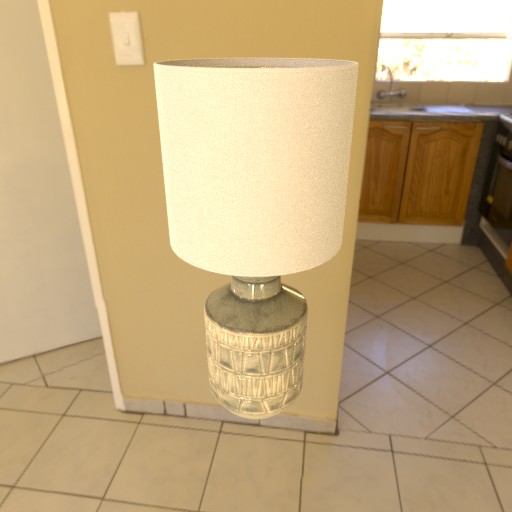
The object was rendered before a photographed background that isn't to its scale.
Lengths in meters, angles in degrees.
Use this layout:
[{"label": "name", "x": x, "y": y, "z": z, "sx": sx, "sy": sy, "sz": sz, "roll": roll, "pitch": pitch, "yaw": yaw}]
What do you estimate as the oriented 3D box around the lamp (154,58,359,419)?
[{"label": "lamp", "x": 0.000, "y": 0.000, "z": 0.566, "sx": 0.211, "sy": 0.455, "sz": 0.211, "roll": -1, "pitch": 26, "yaw": -1}]
